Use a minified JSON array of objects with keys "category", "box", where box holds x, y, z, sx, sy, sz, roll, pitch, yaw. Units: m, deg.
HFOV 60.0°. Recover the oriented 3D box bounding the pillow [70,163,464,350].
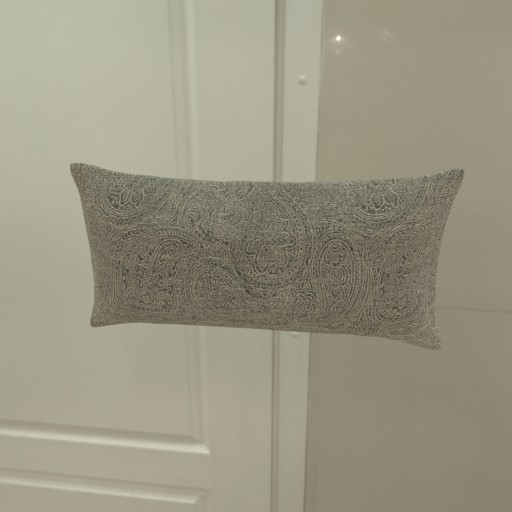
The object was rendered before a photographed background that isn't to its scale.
[{"category":"pillow","box":[0.000,0.000,0.730,0.615,0.295,0.151,2,17,7]}]
